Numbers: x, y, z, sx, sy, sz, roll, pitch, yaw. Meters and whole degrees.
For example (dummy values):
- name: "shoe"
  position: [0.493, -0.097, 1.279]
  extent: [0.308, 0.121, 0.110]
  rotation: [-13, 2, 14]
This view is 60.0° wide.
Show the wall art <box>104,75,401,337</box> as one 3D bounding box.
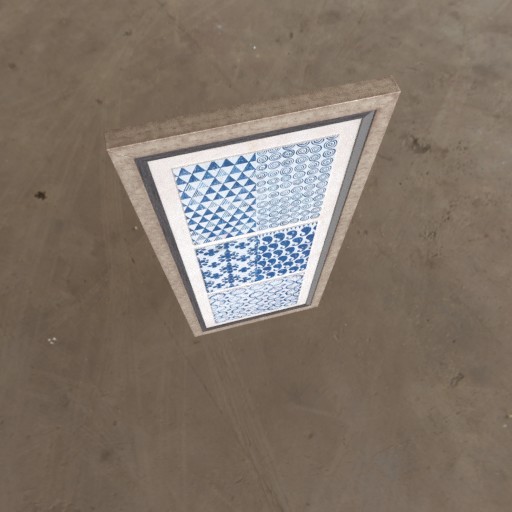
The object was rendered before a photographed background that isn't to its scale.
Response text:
- name: "wall art"
  position: [0.000, 0.000, 1.614]
  extent: [0.648, 1.461, 0.051]
  rotation: [-13, 65, -6]
